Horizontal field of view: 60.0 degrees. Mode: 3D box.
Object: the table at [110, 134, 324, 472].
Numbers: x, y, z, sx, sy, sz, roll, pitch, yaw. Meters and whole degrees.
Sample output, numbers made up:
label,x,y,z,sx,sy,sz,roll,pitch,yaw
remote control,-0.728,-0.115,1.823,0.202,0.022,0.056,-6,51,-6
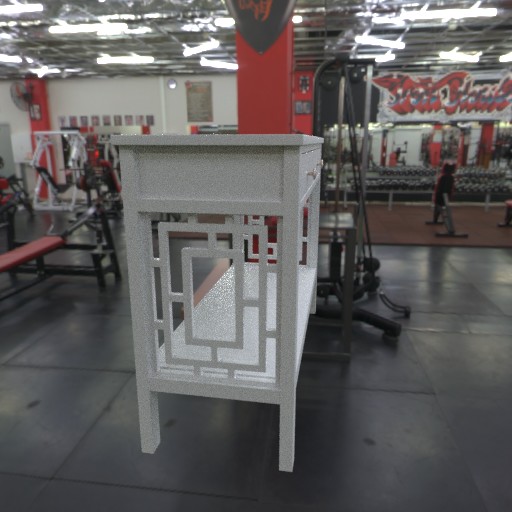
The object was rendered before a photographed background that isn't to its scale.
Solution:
label,x,y,z,sx,sy,sz,roll,pitch,yaw
table,0.000,0.000,1.453,0.397,0.753,1.068,3,15,10
